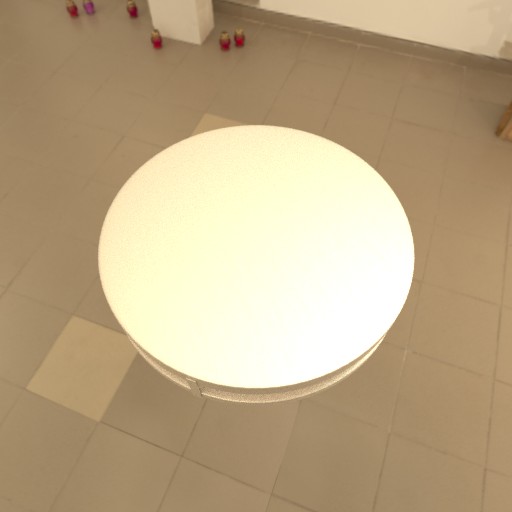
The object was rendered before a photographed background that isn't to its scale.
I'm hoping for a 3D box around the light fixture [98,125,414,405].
[{"bbox_3d":[0.000,0.000,0.546,0.356,0.102,0.356,0,58,0],"label":"light fixture"}]
